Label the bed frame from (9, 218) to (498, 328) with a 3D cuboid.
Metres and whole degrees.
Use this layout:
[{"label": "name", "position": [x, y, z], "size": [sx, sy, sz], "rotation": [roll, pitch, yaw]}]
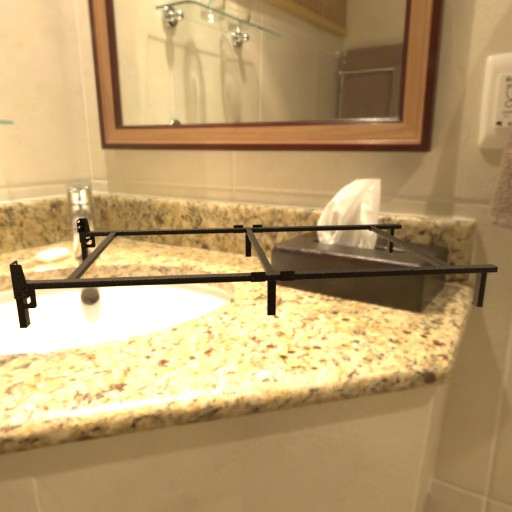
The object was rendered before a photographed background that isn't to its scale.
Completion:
[{"label": "bed frame", "position": [0.000, 0.000, 2.189], "size": [1.897, 0.248, 0.968], "rotation": [-2, 15, -7]}]
